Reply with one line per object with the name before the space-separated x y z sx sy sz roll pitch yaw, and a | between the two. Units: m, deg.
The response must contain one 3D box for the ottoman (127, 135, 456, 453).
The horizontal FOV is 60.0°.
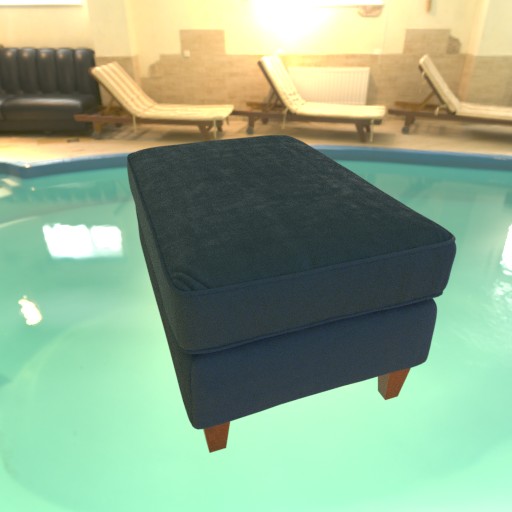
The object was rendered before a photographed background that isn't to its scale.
ottoman | 0.000 0.000 1.224 0.583 0.484 0.862 -10 31 -17
